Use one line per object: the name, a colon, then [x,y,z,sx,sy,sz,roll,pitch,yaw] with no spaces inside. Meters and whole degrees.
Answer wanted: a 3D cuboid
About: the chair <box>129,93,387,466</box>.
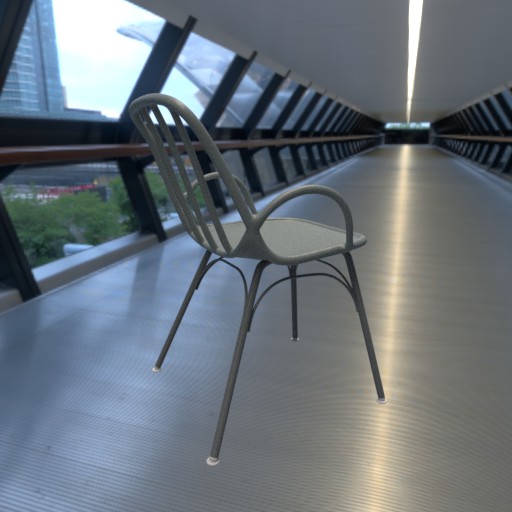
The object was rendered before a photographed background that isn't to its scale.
chair: [0.000,0.000,1.234,0.597,0.816,0.549,-7,16,-26]
